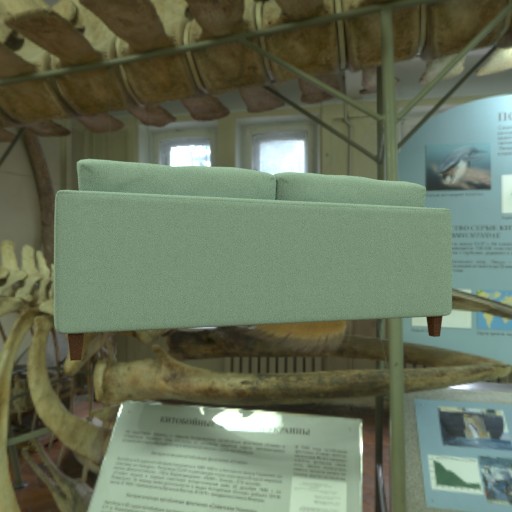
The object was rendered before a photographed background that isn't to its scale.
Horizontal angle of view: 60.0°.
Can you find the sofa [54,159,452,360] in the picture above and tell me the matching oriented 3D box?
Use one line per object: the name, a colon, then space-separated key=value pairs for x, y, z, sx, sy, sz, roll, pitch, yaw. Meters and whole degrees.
sofa: x=0.000 y=0.000 z=2.742 sx=2.208 sy=0.965 sz=0.951 roll=0 pitch=-1 yaw=-19
